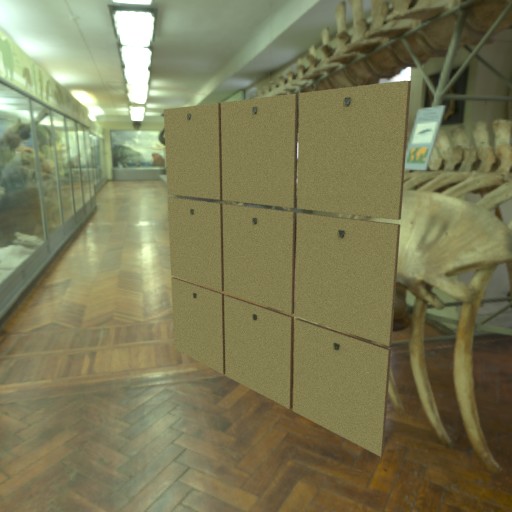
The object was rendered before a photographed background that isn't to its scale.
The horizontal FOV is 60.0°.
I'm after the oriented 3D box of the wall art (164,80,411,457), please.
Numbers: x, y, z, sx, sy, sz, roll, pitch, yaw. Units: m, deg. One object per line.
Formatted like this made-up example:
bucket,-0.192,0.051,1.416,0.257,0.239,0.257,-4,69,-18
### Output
wall art,0.000,0.000,1.808,1.221,1.218,0.024,13,18,43
